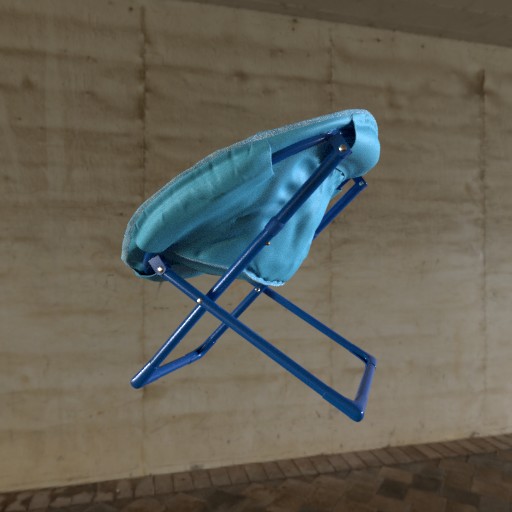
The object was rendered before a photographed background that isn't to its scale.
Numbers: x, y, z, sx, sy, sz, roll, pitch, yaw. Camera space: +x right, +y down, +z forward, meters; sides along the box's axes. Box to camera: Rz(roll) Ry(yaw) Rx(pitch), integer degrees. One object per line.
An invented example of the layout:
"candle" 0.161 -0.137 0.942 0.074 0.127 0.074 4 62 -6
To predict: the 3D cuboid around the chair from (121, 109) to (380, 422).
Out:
"chair" 0.000 0.000 0.862 0.465 0.478 0.520 0 -1 18
